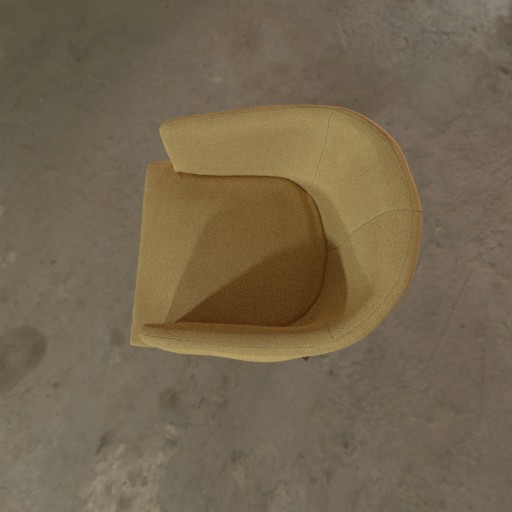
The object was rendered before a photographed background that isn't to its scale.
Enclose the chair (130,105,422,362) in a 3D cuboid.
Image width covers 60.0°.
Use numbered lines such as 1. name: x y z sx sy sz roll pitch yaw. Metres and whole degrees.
1. chair: 0.000 0.000 1.253 0.655 0.811 0.583 2 76 1
